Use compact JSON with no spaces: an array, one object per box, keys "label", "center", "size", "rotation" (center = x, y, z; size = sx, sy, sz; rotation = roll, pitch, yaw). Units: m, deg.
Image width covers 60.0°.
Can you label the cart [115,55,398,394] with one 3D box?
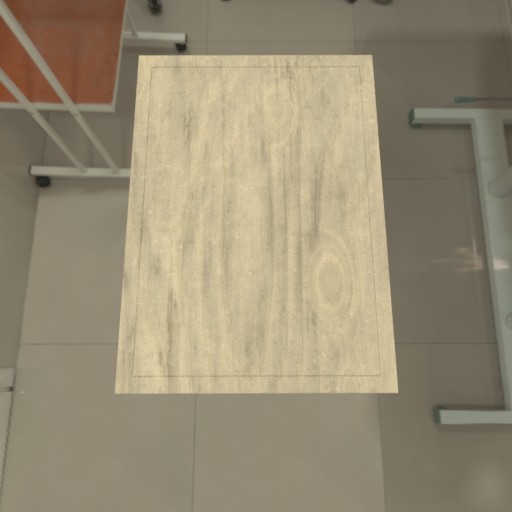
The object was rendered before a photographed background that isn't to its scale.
[{"label":"cart","center":[0.000,0.000,1.428],"size":[0.567,0.920,0.797],"rotation":[0,76,0]}]
